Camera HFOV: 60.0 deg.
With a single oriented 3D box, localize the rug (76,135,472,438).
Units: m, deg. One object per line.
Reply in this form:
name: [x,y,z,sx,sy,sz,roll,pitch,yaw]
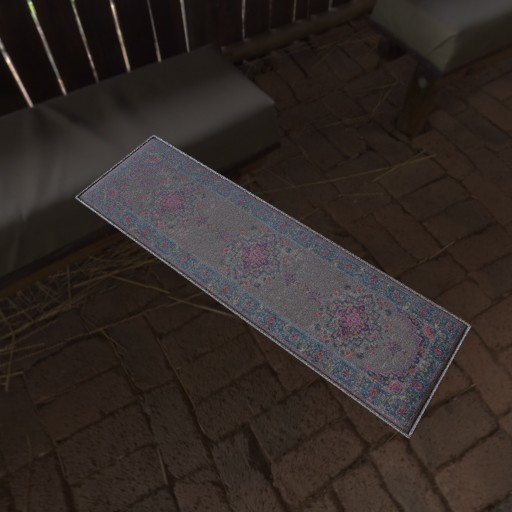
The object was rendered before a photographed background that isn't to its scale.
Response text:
rug: [0.000,0.000,2.004,1.827,0.012,0.553,33,64,19]
